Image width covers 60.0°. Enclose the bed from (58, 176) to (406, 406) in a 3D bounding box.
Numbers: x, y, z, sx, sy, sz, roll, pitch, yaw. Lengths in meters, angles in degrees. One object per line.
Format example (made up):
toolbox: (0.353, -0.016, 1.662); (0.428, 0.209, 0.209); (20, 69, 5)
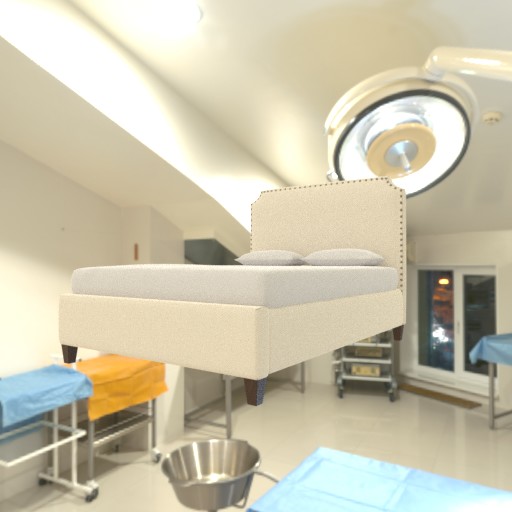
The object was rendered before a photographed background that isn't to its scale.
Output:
bed: (0.000, 0.000, 3.549); (1.712, 1.497, 2.372); (-1, -1, 35)
